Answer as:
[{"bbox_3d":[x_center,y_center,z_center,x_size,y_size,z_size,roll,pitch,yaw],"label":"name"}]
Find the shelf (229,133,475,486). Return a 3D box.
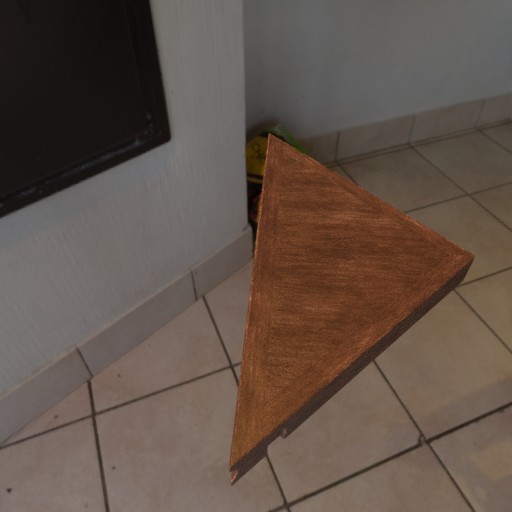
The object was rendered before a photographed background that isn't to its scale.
[{"bbox_3d":[0.000,0.000,0.443,0.296,0.035,0.296,-31,53,-27],"label":"shelf"}]
